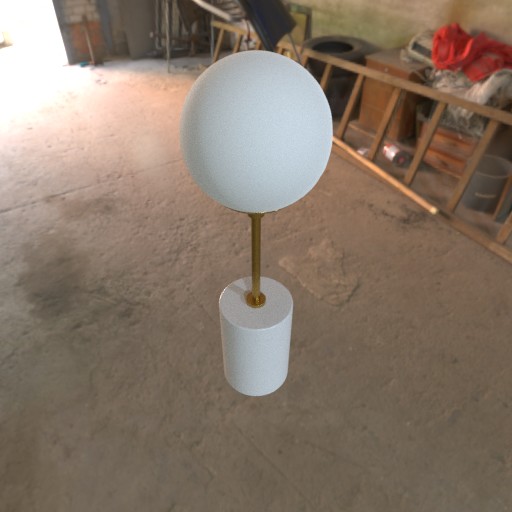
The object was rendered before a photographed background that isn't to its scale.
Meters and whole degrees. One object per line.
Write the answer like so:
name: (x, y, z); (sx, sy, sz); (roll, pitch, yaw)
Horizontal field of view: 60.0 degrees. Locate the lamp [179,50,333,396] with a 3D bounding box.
lamp: (0.000, 0.000, 0.555); (0.153, 0.480, 0.153); (0, 41, 0)
